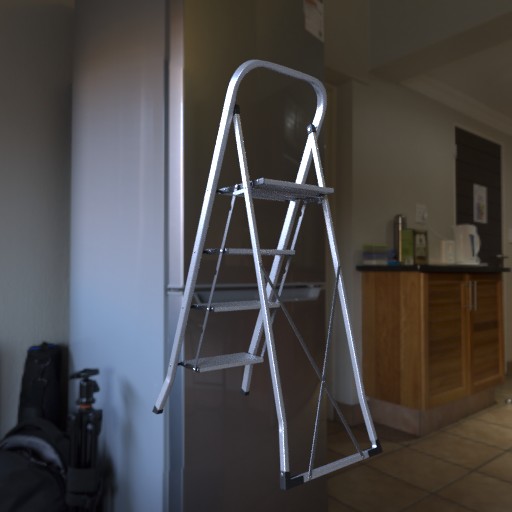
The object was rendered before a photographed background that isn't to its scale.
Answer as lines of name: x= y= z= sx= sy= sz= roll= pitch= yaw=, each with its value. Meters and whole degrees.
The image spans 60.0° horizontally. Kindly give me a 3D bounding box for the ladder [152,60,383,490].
ladder: x=0.000 y=0.000 z=1.659 sx=0.465 sy=1.290 sz=0.830 roll=1 pitch=-1 yaw=-36
